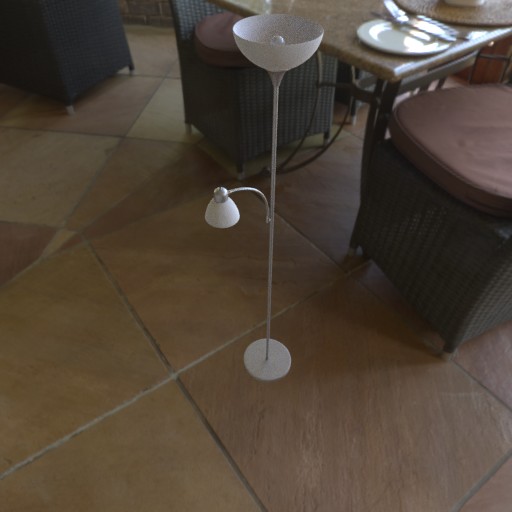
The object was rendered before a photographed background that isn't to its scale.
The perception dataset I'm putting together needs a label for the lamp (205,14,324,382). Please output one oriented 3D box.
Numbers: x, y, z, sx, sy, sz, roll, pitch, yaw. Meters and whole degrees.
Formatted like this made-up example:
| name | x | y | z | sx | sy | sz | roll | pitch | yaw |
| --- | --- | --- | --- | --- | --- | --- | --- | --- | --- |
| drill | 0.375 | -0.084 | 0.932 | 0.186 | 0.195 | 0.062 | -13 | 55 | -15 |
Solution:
| name | x | y | z | sx | sy | sz | roll | pitch | yaw |
| --- | --- | --- | --- | --- | --- | --- | --- | --- | --- |
| lamp | 0.000 | 0.000 | 1.911 | 0.425 | 1.804 | 0.279 | -24 | 50 | -22 |
